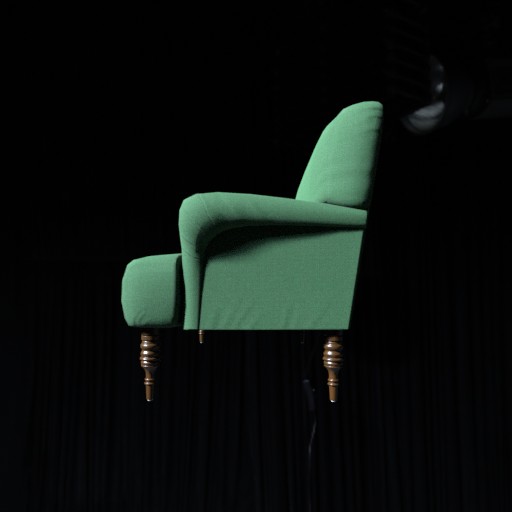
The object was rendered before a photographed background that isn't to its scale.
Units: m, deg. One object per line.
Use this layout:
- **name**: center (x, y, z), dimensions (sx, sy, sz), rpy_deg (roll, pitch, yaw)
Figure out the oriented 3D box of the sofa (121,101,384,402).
- **sofa**: center (0.000, 0.000, 1.854), dimensions (0.779, 0.889, 1.297), rpy_deg (0, -2, 1)
